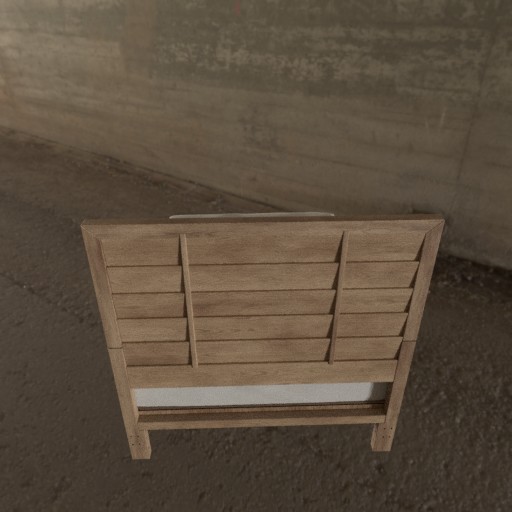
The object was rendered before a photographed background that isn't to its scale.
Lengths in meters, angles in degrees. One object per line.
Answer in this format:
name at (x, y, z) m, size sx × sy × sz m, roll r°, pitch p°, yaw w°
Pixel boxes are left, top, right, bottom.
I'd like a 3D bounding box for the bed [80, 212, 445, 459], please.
bed at (0.000, 0.000, 3.324) m, size 1.626 × 1.626 × 2.197 m, roll -1°, pitch 30°, yaw -2°
